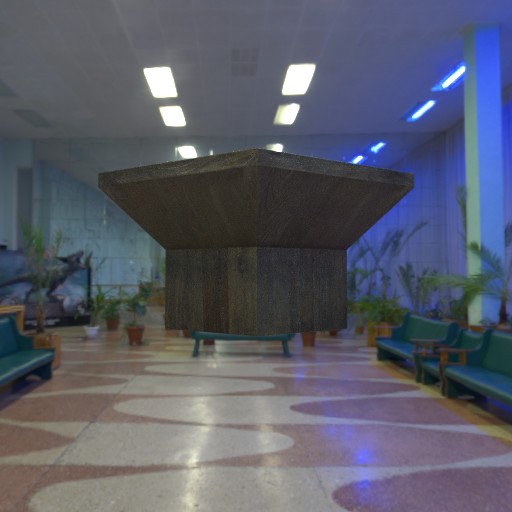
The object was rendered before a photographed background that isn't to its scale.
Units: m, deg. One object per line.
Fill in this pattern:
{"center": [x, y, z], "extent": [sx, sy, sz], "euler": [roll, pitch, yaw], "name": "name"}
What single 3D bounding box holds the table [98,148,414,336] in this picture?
{"center": [0.000, 0.000, 1.624], "extent": [0.966, 0.488, 1.115], "euler": [0, -2, 0], "name": "table"}
